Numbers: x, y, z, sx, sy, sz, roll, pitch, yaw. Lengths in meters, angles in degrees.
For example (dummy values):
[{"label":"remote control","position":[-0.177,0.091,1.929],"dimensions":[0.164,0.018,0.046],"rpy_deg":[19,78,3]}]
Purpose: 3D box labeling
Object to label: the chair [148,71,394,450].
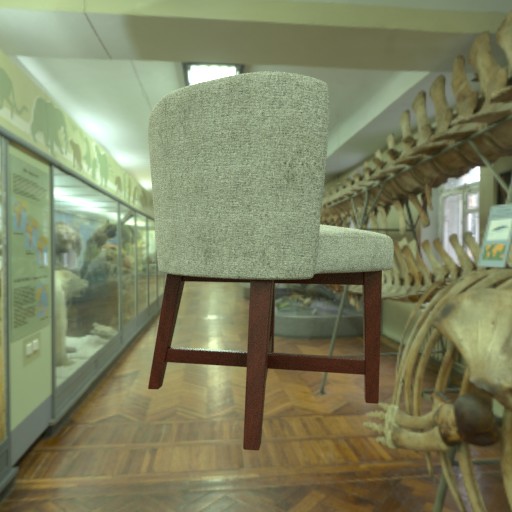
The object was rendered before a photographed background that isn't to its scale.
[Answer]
[{"label":"chair","position":[0.000,0.000,1.292],"dimensions":[0.575,0.827,0.728],"rpy_deg":[-1,1,-36]}]
